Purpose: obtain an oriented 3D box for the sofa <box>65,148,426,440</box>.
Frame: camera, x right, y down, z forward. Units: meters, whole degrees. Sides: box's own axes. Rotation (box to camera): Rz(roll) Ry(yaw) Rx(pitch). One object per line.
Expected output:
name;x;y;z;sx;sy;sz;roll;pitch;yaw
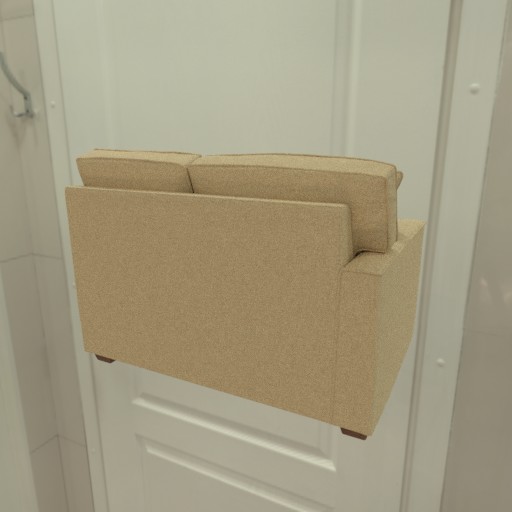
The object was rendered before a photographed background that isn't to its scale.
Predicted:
sofa;0.000;0.000;2.096;1.388;0.989;0.991;8;17;26
